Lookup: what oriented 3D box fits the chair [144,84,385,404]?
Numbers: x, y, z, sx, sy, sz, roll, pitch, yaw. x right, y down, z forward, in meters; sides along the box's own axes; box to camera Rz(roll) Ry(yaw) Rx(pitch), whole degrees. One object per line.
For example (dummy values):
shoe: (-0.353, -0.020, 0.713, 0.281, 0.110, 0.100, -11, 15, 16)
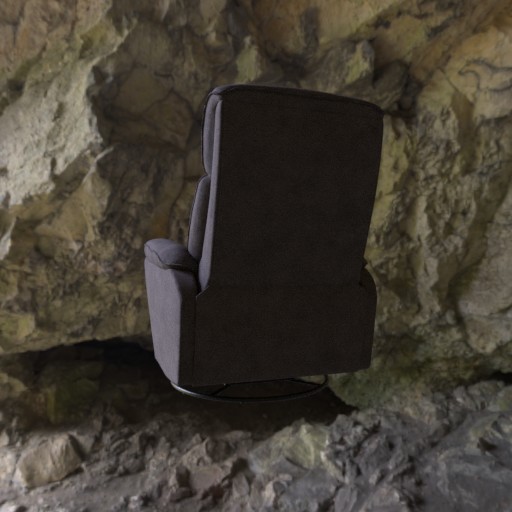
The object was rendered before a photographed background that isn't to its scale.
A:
chair: (0.000, 0.000, 1.798, 0.830, 1.036, 1.009, 0, -1, -18)
